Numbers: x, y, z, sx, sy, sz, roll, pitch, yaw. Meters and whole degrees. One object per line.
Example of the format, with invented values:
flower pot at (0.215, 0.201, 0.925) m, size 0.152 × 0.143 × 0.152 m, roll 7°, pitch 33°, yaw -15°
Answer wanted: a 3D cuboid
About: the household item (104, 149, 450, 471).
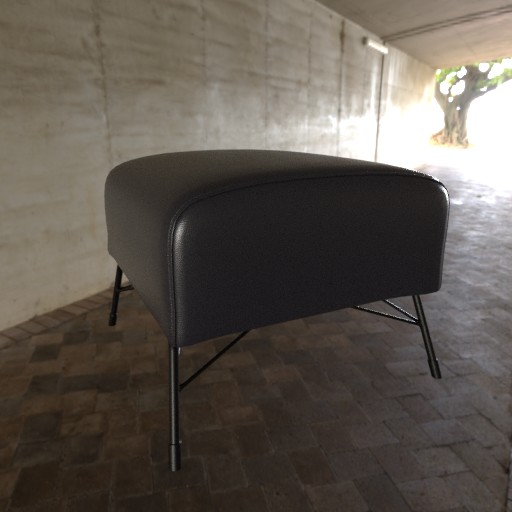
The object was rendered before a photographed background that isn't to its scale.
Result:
household item at (0.000, 0.000, 0.891) m, size 0.530 × 0.410 × 0.530 m, roll -8°, pitch 19°, yaw -26°
